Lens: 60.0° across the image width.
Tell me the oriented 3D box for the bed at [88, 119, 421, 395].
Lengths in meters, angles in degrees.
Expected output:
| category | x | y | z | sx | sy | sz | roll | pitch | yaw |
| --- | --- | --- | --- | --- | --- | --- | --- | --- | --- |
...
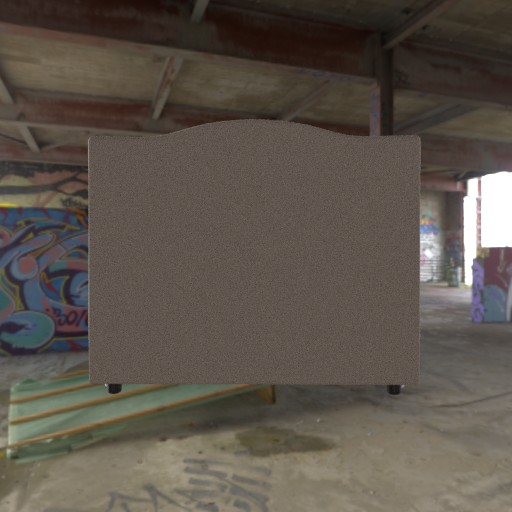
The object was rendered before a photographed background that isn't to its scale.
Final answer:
| category | x | y | z | sx | sy | sz | roll | pitch | yaw |
| --- | --- | --- | --- | --- | --- | --- | --- | --- | --- |
| bed | 0.000 | 0.000 | 3.374 | 1.753 | 1.460 | 2.143 | 0 | 0 | 1 |
